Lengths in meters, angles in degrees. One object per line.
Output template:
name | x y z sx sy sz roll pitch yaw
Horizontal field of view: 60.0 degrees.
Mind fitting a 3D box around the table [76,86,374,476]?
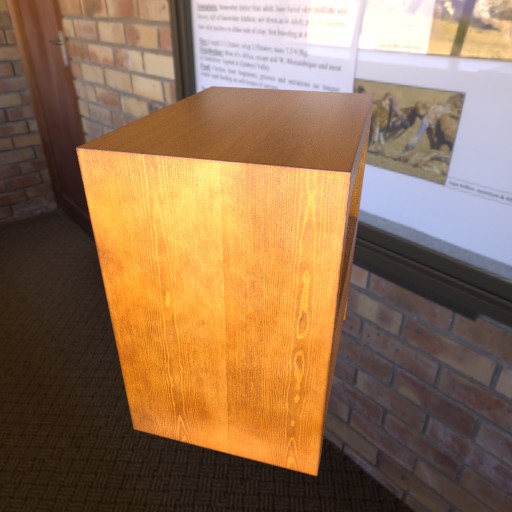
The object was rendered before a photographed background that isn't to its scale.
table | 0.000 0.000 0.973 0.400 0.605 0.550 8 31 14
